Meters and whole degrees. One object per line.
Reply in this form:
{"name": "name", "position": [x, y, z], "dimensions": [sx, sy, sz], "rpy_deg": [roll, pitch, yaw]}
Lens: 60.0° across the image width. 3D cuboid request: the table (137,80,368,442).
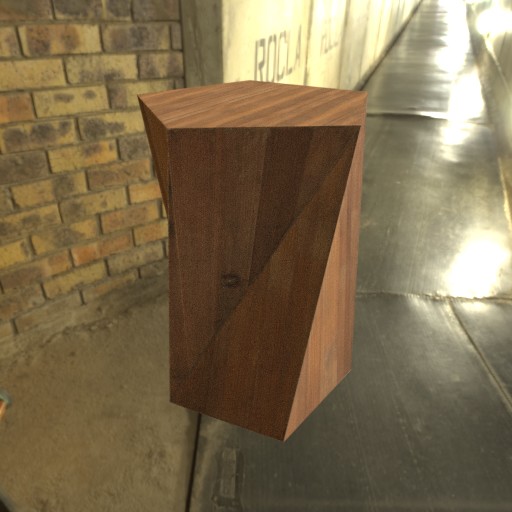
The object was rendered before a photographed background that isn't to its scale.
{"name": "table", "position": [0.000, 0.000, 0.895], "dimensions": [0.425, 0.604, 0.441], "rpy_deg": [-21, 36, -32]}
